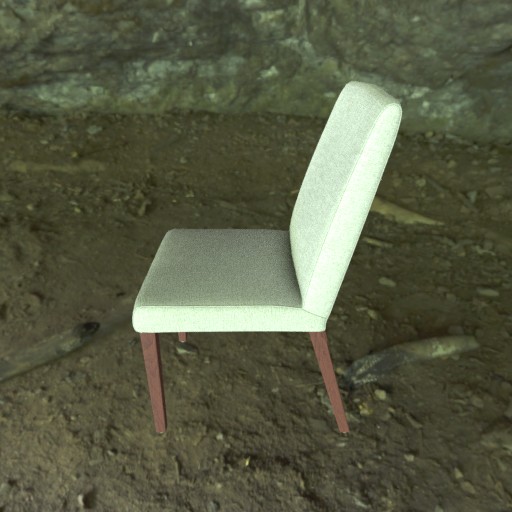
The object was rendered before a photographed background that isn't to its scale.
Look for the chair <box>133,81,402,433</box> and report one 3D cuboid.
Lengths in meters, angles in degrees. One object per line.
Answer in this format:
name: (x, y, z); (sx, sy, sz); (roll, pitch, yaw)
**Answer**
chair: (0.000, 0.000, 1.241); (0.594, 0.900, 0.480); (0, 26, 0)
